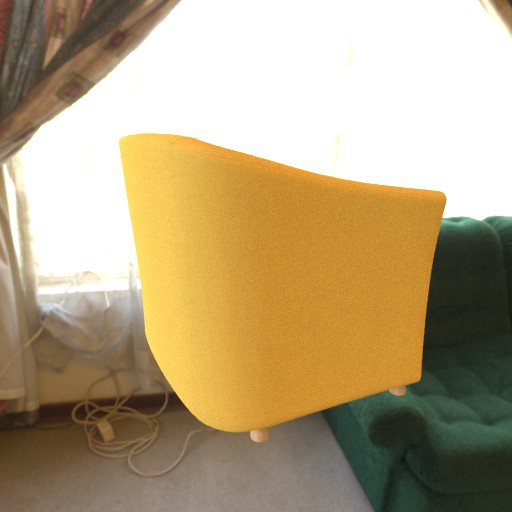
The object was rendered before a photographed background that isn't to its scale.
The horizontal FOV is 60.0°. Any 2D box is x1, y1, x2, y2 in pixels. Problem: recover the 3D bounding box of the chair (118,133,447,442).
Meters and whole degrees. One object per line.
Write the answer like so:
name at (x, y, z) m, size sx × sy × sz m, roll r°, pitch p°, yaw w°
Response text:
chair at (0.000, 0.000, 1.350) m, size 0.700 × 0.720 × 0.790 m, roll -7°, pitch 17°, yaw -25°
